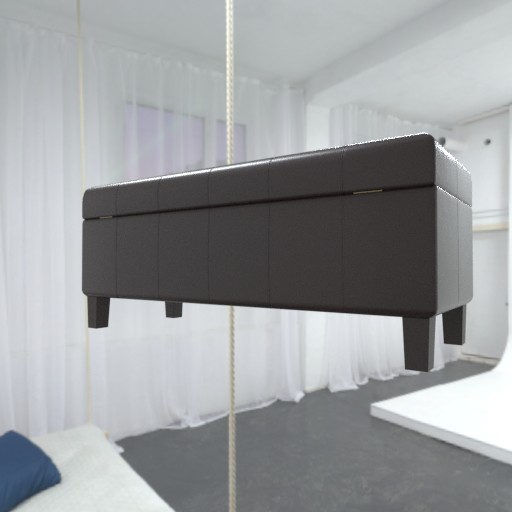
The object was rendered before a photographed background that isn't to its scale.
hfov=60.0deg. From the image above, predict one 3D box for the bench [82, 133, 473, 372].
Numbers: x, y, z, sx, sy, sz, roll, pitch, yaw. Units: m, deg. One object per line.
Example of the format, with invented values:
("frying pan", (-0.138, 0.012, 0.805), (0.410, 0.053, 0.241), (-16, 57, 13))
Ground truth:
("bench", (0.000, 0.000, 1.295), (1.092, 0.457, 0.429), (-1, -1, 35))
